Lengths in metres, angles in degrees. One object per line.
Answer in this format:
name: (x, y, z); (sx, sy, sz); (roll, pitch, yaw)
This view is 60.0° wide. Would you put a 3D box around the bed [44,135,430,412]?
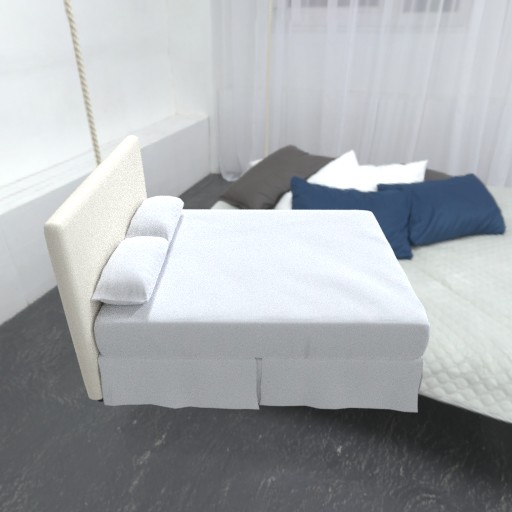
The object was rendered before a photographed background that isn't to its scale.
bed: (0.000, 0.000, 3.212); (2.142, 1.330, 1.713); (0, 31, 0)
